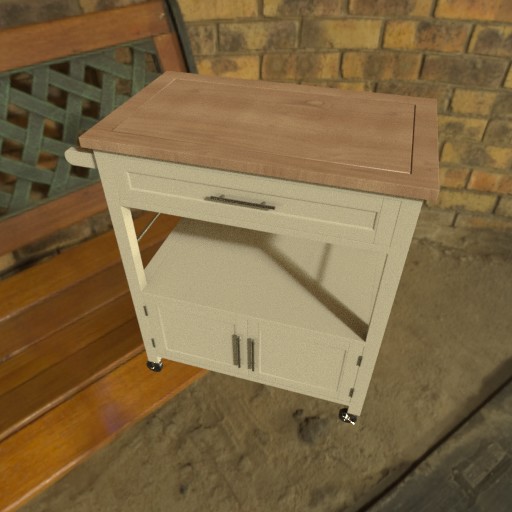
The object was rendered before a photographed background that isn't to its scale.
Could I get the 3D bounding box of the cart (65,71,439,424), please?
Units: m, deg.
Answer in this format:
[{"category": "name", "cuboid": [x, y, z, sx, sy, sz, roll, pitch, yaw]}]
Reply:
[{"category": "cart", "cuboid": [0.000, 0.000, 1.366, 0.840, 0.901, 0.459, 11, 42, 12]}]
